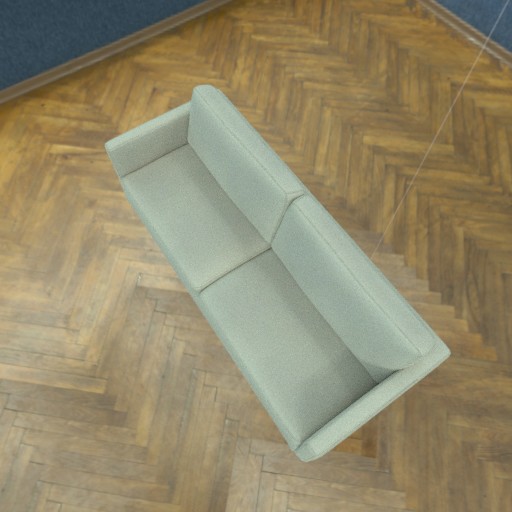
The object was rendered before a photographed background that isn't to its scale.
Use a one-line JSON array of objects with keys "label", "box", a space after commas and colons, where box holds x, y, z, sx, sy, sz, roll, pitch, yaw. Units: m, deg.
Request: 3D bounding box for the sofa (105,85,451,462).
[{"label": "sofa", "box": [0.000, 0.000, 2.900, 0.951, 0.968, 2.361, -31, 68, -14]}]
